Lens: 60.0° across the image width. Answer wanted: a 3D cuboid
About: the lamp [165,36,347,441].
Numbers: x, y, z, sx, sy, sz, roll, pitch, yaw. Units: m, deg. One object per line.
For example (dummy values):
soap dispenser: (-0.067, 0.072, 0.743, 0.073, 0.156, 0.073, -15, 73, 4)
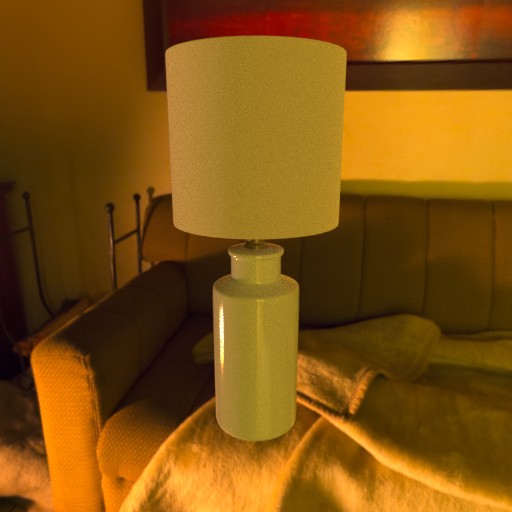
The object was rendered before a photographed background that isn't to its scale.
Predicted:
lamp: (0.000, 0.000, 0.590, 0.212, 0.493, 0.212, -3, 15, -9)
